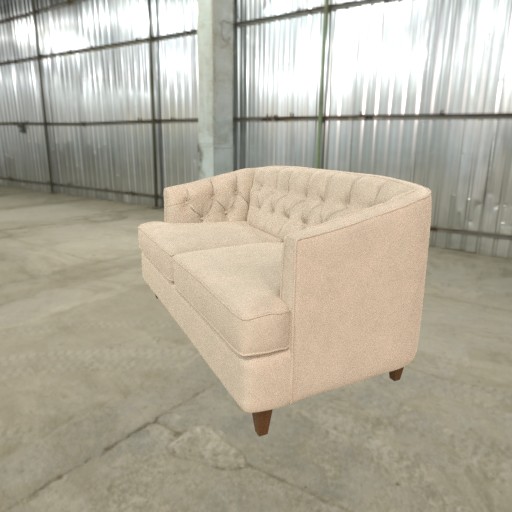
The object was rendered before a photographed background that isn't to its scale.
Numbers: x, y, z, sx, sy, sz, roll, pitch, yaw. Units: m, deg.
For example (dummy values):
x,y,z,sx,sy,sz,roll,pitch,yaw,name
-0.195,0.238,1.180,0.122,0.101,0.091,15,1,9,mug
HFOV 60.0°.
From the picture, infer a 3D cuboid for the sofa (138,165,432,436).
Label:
x,y,z,sx,sy,sz,roll,pitch,yaw,name
0.000,0.000,2.344,0.940,0.878,1.731,-7,16,-24,sofa
